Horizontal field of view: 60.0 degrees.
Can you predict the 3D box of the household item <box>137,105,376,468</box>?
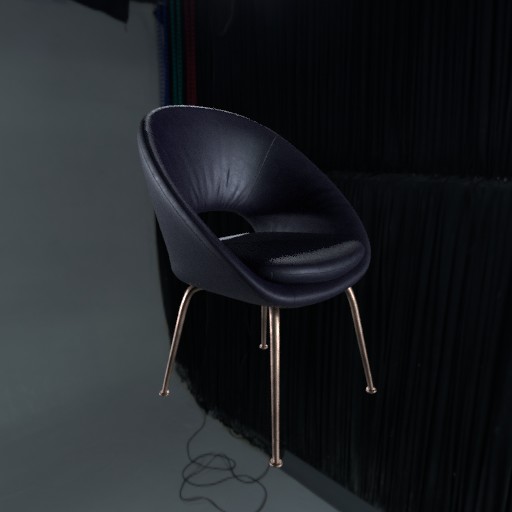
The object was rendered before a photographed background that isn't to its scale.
[{"bbox_3d":[0.000,0.000,1.277,0.573,0.852,0.623,13,18,42],"label":"household item"}]
